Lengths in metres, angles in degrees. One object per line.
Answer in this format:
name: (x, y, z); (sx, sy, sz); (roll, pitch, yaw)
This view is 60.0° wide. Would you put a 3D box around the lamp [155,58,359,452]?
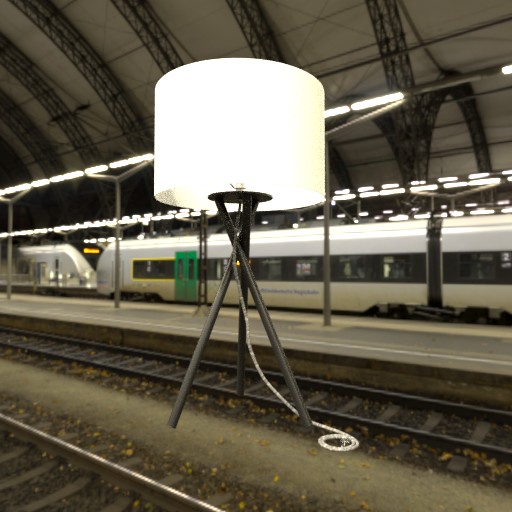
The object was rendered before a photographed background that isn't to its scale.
lamp: (0.000, 0.000, 0.922); (0.422, 0.674, 0.353); (-1, -2, 16)
